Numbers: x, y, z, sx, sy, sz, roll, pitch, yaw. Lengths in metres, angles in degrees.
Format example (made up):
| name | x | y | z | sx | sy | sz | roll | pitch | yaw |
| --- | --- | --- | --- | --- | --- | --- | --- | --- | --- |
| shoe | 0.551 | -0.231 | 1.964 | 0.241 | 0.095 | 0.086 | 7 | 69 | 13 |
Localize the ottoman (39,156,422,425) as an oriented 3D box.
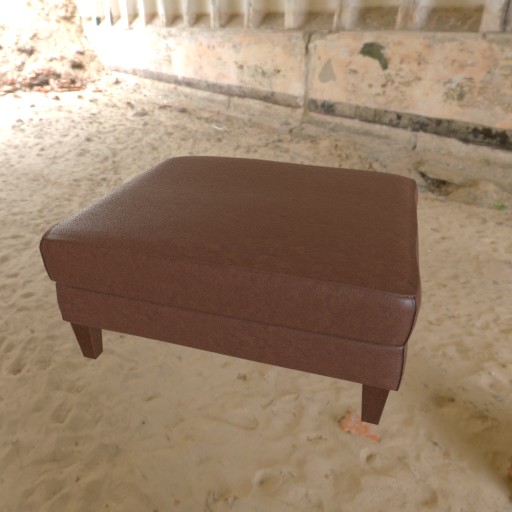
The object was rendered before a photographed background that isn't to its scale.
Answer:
| name | x | y | z | sx | sy | sz | roll | pitch | yaw |
| --- | --- | --- | --- | --- | --- | --- | --- | --- | --- |
| ottoman | 0.000 | 0.000 | 1.471 | 0.987 | 0.472 | 0.836 | 8 | 29 | 15 |
